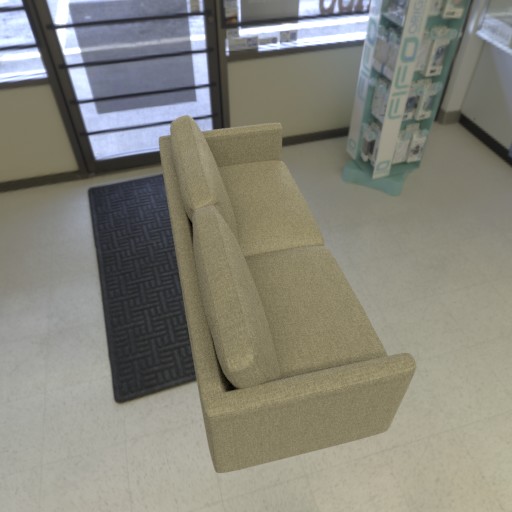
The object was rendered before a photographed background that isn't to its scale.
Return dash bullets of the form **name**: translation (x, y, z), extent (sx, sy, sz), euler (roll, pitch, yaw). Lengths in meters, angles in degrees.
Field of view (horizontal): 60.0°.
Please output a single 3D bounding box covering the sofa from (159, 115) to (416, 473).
- **sofa**: translation (0.000, 0.000, 2.741), extent (0.956, 0.960, 2.208), euler (-10, 46, -10)
